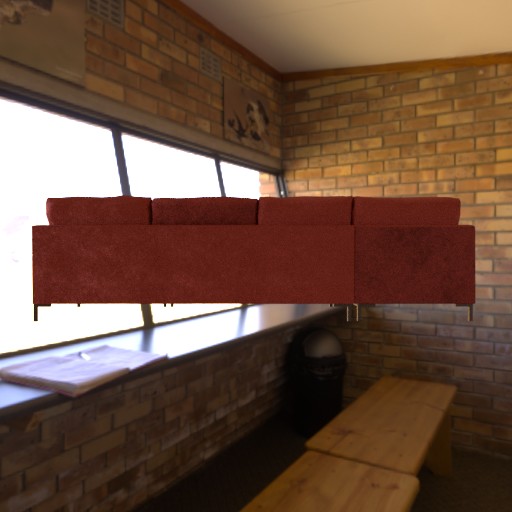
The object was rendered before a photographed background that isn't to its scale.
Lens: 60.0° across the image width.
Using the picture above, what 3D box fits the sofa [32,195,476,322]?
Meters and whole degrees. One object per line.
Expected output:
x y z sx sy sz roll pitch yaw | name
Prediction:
0.000 0.000 4.086 3.400 0.967 1.500 0 1 0 | sofa
